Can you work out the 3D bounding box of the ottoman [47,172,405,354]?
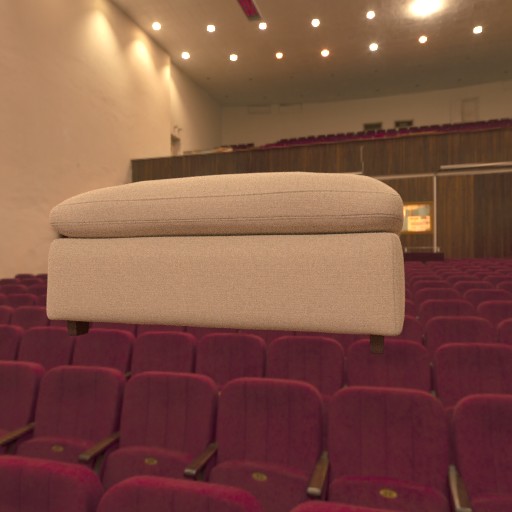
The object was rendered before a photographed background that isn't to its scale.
[{"bbox_3d":[0.000,0.000,1.551,0.977,0.467,0.996,0,-1,17],"label":"ottoman"}]
